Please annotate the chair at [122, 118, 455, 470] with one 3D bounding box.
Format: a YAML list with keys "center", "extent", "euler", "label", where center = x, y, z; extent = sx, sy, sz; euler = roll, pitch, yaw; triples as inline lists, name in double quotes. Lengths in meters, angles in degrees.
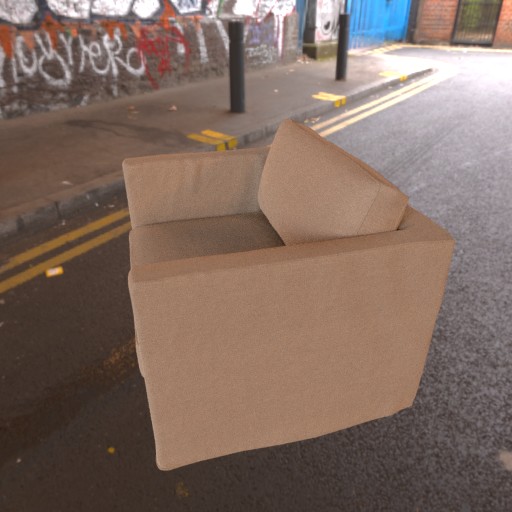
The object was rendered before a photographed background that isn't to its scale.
- center: [0.000, 0.000, 1.721]
  extent: [0.949, 0.867, 1.057]
  euler: [-8, 31, -13]
  label: "chair"
